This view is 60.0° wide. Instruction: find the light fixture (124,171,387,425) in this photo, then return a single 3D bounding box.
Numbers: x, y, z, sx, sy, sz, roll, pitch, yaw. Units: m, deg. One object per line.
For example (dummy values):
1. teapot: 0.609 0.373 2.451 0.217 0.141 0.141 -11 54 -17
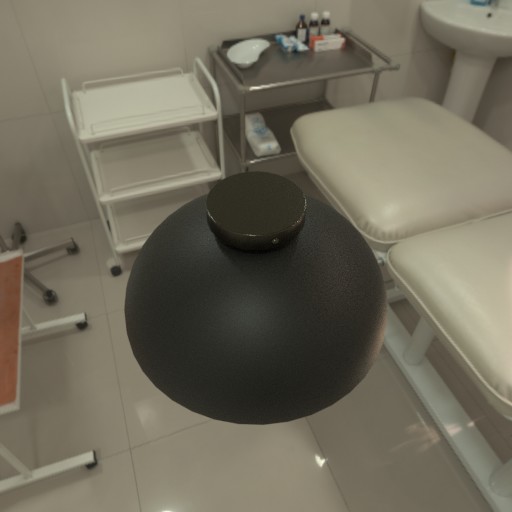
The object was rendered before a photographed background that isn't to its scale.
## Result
1. light fixture: 0.000 0.000 0.555 0.355 0.177 0.355 0 46 0
